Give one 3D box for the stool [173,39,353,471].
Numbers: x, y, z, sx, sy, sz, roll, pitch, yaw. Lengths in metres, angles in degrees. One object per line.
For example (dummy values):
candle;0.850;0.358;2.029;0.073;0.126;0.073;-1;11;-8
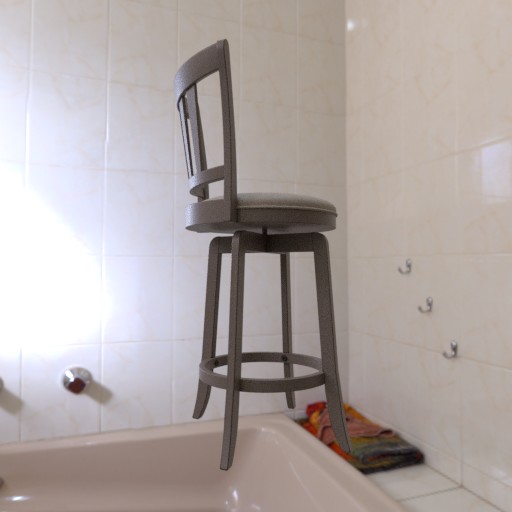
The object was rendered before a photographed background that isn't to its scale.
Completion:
stool;0.000;0.000;1.287;0.475;1.023;0.436;1;-2;-18
